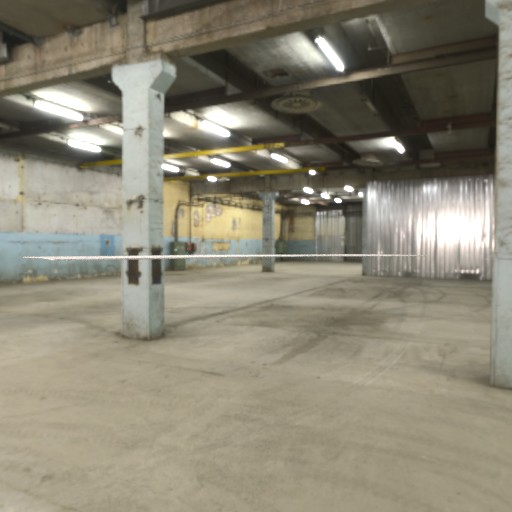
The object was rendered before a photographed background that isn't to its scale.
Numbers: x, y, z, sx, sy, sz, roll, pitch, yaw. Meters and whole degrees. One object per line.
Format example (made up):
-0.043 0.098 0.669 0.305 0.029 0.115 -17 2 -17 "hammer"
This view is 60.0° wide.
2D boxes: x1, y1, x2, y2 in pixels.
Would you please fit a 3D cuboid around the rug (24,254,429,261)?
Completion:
0.000 0.000 2.597 2.346 0.013 0.712 0 1 -35 "rug"
